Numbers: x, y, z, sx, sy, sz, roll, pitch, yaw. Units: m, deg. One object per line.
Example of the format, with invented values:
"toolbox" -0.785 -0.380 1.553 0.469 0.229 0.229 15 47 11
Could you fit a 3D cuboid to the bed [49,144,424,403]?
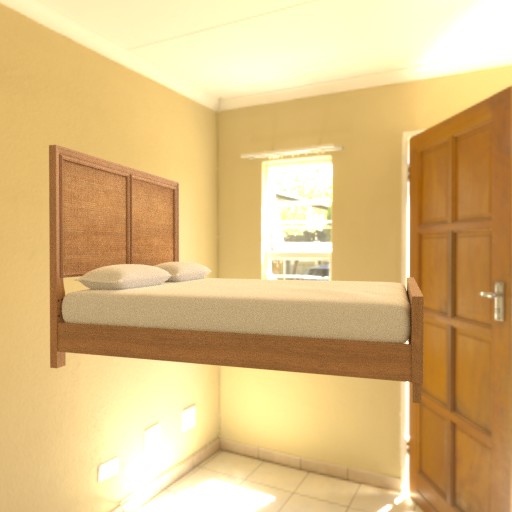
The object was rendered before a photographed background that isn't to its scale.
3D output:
"bed" 0.000 0.000 3.190 2.184 1.387 1.606 0 1 18
